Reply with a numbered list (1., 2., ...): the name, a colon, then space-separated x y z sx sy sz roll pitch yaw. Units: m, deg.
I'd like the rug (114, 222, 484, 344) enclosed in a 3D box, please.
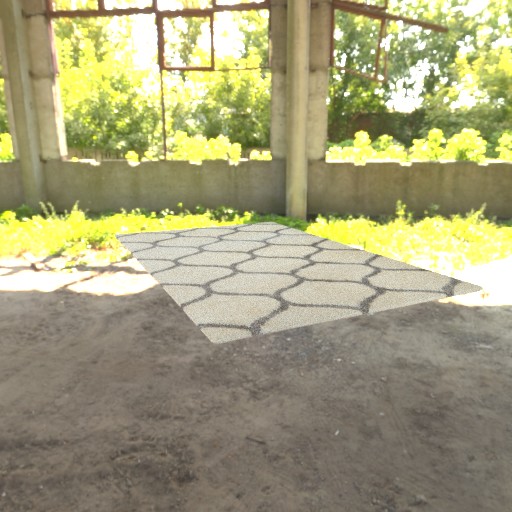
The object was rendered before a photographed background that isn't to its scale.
1. rug: 0.000 0.000 2.999 1.501 0.024 2.348 -7 15 -25
